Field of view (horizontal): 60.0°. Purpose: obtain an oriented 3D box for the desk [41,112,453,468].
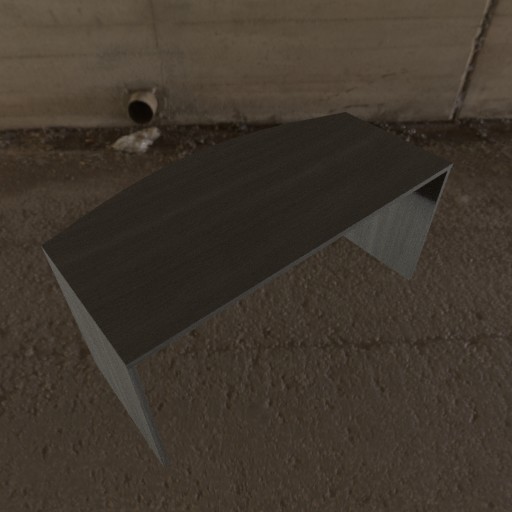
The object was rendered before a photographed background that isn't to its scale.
[{"bbox_3d":[0.000,0.000,2.075,1.600,0.750,0.802,-30,52,-27],"label":"desk"}]
